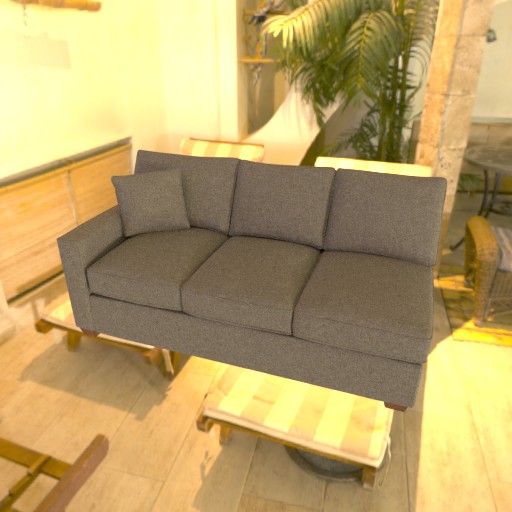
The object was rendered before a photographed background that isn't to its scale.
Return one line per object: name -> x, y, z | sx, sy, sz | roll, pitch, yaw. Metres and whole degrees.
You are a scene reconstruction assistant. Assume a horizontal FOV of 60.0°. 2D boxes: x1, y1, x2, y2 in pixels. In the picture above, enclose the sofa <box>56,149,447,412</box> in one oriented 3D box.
sofa -> 0.000, 0.000, 2.580 | 1.963, 0.946, 1.034 | 9, 28, 17
